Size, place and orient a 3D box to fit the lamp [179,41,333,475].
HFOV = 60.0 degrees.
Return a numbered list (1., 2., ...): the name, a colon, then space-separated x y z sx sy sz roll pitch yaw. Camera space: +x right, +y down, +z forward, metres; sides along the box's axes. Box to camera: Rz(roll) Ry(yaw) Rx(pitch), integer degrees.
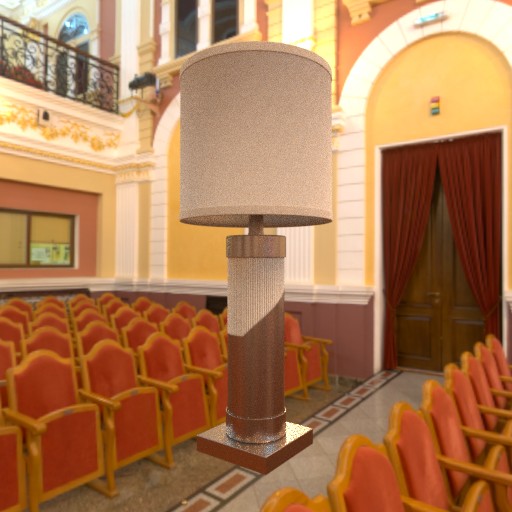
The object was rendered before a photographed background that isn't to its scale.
1. lamp: 0.000 0.000 0.592 0.202 0.509 0.202 0 -1 36
